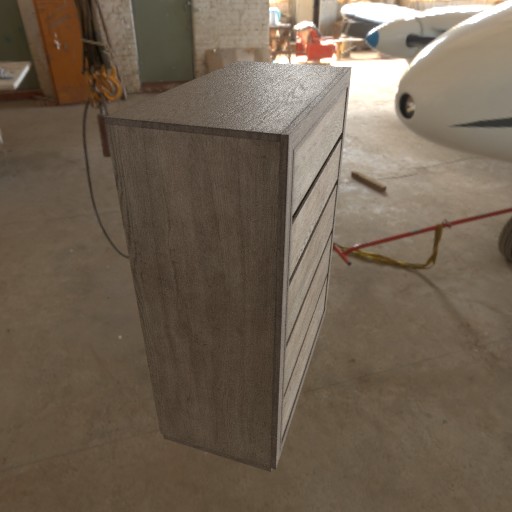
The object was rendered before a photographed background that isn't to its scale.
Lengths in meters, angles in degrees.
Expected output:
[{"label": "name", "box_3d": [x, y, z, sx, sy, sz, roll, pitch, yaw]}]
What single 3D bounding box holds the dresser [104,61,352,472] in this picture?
[{"label": "dresser", "box_3d": [0.000, 0.000, 1.779, 0.483, 1.295, 0.967, 10, 33, 16]}]
